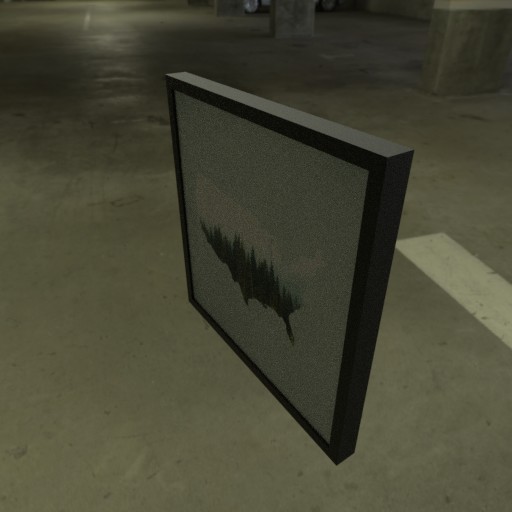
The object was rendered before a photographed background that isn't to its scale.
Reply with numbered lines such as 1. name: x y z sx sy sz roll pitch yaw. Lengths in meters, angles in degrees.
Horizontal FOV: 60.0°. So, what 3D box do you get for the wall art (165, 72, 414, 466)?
1. wall art: 0.000 0.000 0.753 0.040 0.509 0.509 -20 38 -29
